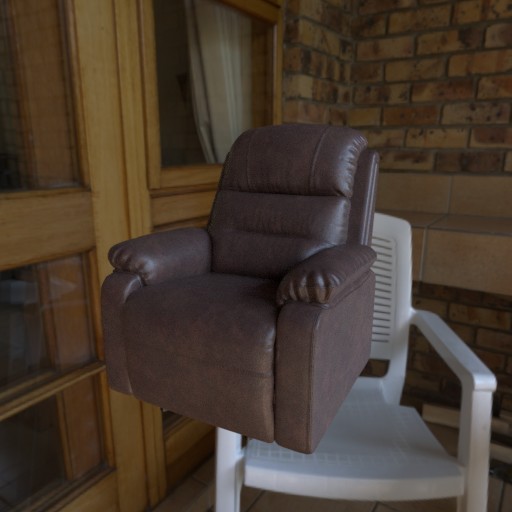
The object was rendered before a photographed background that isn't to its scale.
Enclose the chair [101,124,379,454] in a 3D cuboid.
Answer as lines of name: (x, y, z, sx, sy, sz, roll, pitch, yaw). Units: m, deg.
chair: (0.000, 0.000, 1.684, 0.855, 0.992, 0.919, 7, 16, 27)
